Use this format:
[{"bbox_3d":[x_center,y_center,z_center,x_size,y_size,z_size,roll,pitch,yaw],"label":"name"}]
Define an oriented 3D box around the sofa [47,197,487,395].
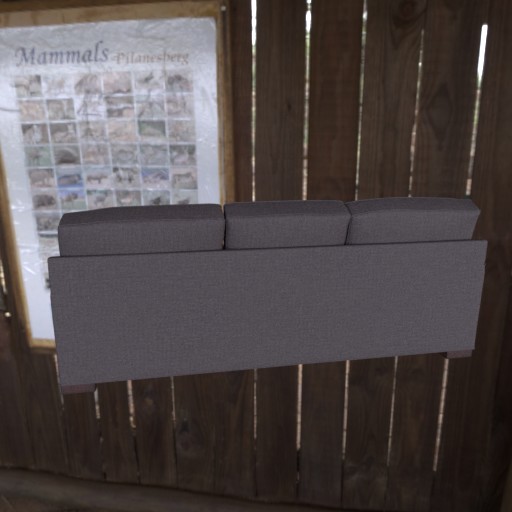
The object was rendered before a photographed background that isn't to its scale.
[{"bbox_3d":[0.000,0.000,3.210,2.370,0.973,1.790,-2,14,-10],"label":"sofa"}]
